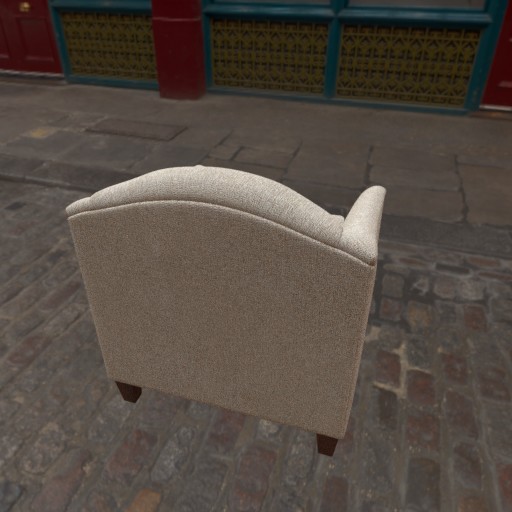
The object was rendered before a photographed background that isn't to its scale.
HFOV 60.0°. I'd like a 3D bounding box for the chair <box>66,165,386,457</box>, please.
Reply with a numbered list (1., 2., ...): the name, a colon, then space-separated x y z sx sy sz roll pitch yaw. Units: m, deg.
1. chair: 0.000 0.000 1.462 0.763 0.839 0.787 9 33 14
